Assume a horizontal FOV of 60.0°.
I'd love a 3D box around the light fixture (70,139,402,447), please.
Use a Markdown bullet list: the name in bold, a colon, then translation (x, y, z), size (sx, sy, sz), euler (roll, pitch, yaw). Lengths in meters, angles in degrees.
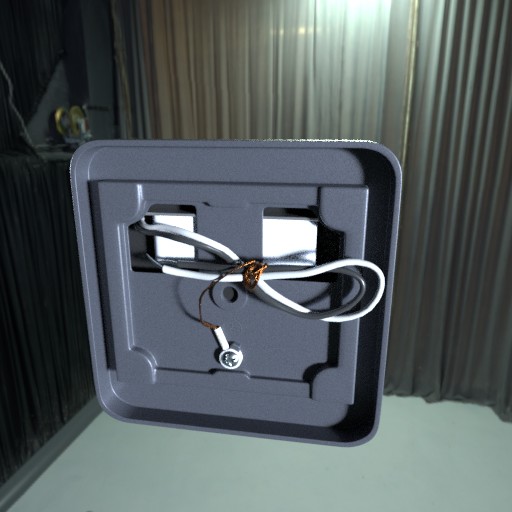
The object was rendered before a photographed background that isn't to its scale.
- **light fixture**: translation (0.000, 0.000, 0.208), size (0.109, 0.109, 0.132), euler (3, 17, 9)
